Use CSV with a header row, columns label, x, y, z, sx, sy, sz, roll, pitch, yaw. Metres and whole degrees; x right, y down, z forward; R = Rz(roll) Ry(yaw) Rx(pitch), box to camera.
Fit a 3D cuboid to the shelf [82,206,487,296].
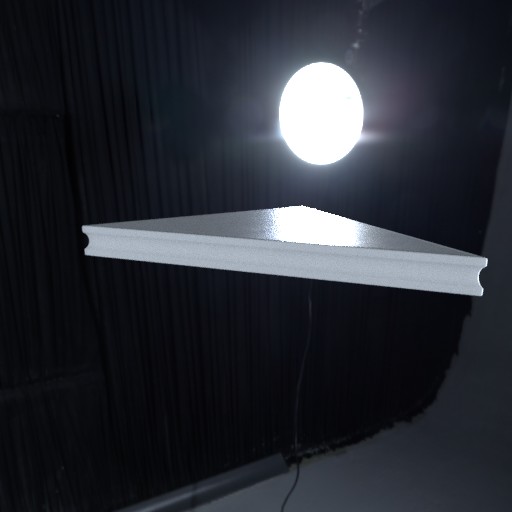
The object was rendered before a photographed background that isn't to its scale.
label,x,y,z,sx,sy,sz,roll,pitch,yaw
shelf,0.000,0.000,0.445,0.296,0.035,0.296,-8,18,-25
